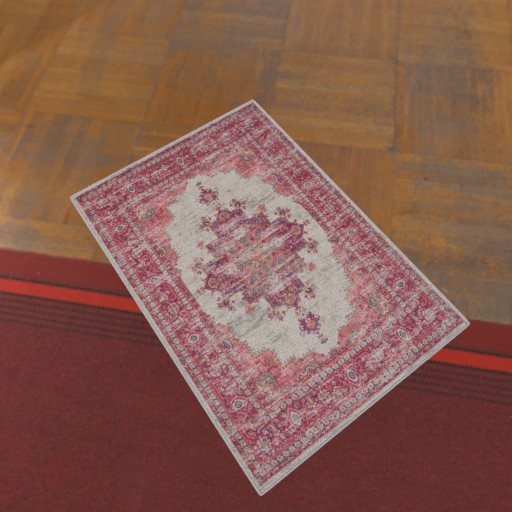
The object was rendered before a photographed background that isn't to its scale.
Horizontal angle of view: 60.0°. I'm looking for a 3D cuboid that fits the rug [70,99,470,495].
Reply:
[{"bbox_3d":[0.000,0.000,2.843,1.555,0.011,2.232,-33,68,-15],"label":"rug"}]
